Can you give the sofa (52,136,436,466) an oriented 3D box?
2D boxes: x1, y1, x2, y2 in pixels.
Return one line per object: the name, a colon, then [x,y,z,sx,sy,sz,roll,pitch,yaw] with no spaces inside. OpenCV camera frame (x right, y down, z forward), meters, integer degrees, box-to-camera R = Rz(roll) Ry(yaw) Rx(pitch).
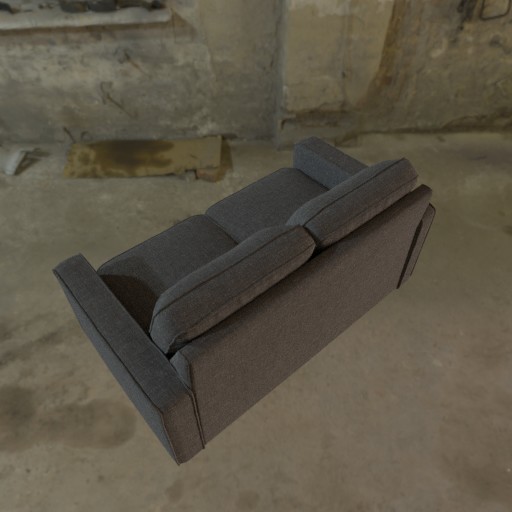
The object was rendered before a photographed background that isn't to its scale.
sofa: [0.000,0.000,2.259,1.709,0.918,0.947,-32,55,-26]
